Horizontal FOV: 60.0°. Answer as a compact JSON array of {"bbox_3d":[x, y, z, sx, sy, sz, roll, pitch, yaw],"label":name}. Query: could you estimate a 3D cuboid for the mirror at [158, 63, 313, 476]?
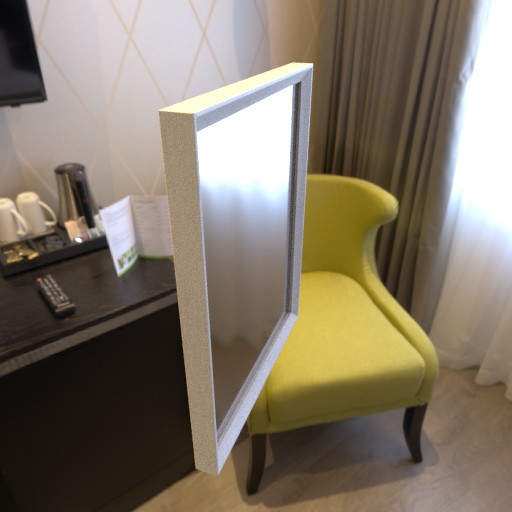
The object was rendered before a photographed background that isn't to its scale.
[{"bbox_3d":[0.000,0.000,0.683,0.041,0.509,0.406,11,31,18],"label":"mirror"}]
